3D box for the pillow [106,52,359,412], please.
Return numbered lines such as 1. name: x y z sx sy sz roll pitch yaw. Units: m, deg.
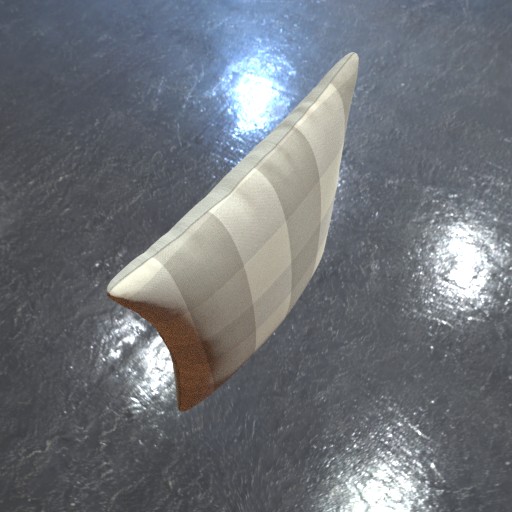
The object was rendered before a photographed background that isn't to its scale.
1. pillow: 0.000 0.000 0.775 0.161 0.509 0.511 32 63 18
